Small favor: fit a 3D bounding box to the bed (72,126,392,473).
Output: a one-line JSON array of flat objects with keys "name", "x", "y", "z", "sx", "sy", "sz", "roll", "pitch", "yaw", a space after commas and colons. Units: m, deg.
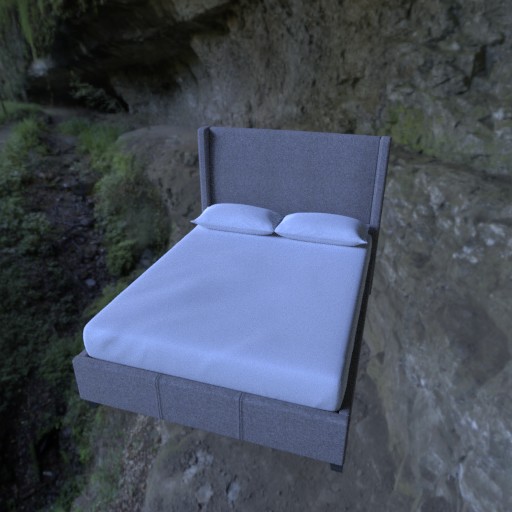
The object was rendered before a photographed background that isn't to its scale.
[{"name": "bed", "x": 0.000, "y": 0.000, "z": 3.339, "sx": 1.714, "sy": 1.476, "sz": 2.245, "roll": 8, "pitch": 27, "yaw": 16}]
